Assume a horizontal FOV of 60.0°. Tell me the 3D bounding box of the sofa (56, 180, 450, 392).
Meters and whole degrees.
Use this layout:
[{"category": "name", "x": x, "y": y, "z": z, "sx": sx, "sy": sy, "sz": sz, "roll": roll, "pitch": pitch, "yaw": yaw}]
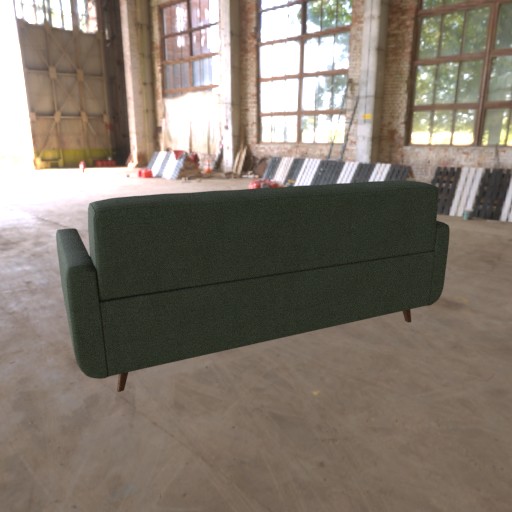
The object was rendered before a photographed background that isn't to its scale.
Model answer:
[{"category": "sofa", "x": 0.000, "y": 0.000, "z": 2.517, "sx": 2.029, "sy": 0.841, "sz": 0.909, "roll": -7, "pitch": 17, "yaw": -25}]
